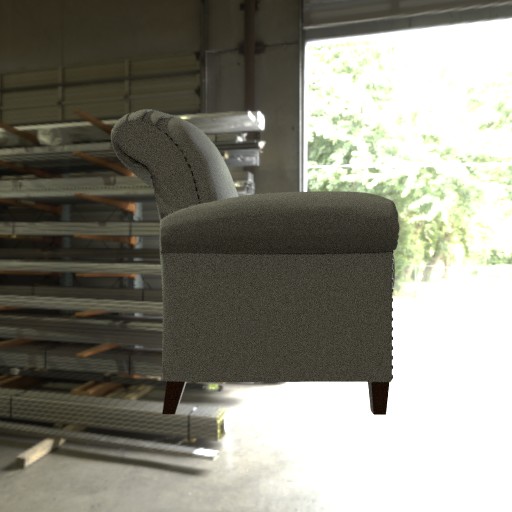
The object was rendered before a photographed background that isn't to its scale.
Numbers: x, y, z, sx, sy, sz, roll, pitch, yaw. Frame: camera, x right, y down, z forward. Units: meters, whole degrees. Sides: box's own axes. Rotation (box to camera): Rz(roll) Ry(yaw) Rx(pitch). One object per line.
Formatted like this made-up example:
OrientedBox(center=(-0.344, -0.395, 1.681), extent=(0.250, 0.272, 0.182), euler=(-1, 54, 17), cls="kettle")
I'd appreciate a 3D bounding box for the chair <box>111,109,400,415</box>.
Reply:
OrientedBox(center=(0.000, 0.000, 1.636), extent=(0.890, 0.927, 0.854), euler=(0, 0, 0), cls="chair")
